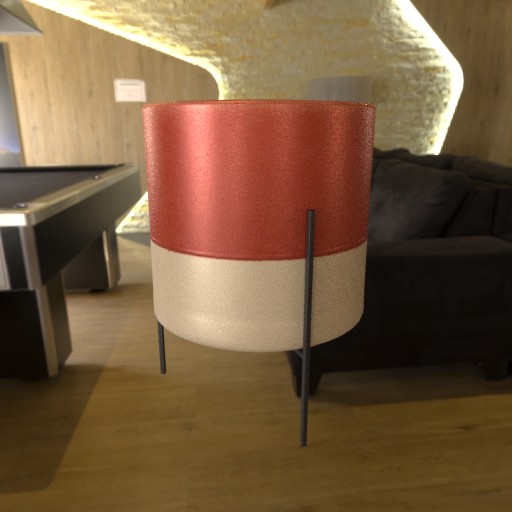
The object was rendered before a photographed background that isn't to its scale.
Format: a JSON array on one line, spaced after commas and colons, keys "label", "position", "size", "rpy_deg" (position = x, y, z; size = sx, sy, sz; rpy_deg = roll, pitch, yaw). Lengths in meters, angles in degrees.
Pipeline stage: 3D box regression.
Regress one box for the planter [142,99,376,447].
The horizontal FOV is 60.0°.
[{"label": "planter", "position": [0.000, 0.000, 0.728], "size": [0.354, 0.465, 0.345], "rpy_deg": [3, 16, 9]}]
